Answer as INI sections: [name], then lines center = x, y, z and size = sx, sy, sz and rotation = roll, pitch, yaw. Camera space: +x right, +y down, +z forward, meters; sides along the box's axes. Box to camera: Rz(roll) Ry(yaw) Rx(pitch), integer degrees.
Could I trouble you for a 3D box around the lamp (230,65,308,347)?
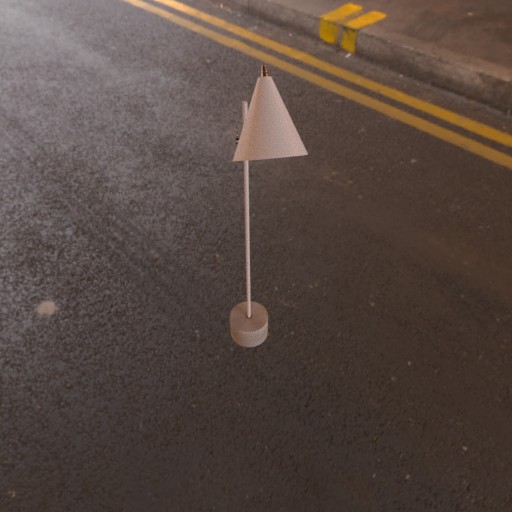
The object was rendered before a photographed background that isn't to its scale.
[lamp]
center = 0.000, 0.000, 1.602
size = 0.223, 1.430, 0.508
rotation = -4, 46, -4
